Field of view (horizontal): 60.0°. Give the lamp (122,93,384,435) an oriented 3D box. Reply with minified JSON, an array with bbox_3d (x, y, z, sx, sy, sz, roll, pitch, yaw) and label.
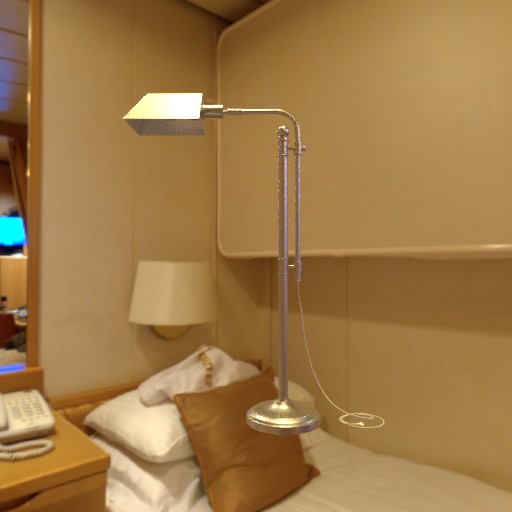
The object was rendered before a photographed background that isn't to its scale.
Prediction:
[{"bbox_3d":[0.000,0.000,0.959,0.546,0.708,0.159,0,-1,1],"label":"lamp"}]
